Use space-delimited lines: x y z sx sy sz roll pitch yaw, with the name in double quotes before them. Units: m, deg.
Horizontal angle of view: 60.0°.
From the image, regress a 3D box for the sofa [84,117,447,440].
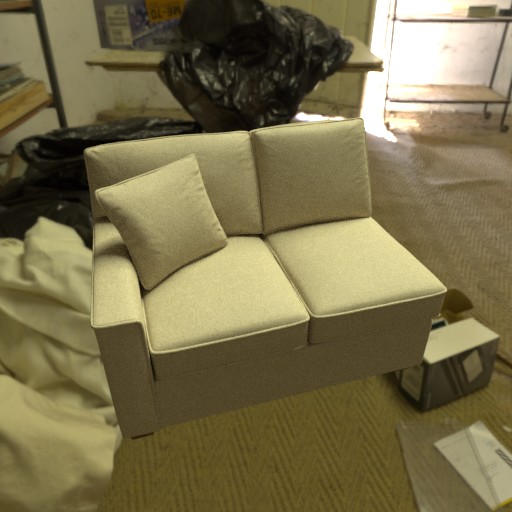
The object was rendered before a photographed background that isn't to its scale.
"sofa" 0.000 0.000 2.030 1.388 0.989 0.991 -9 34 -14
